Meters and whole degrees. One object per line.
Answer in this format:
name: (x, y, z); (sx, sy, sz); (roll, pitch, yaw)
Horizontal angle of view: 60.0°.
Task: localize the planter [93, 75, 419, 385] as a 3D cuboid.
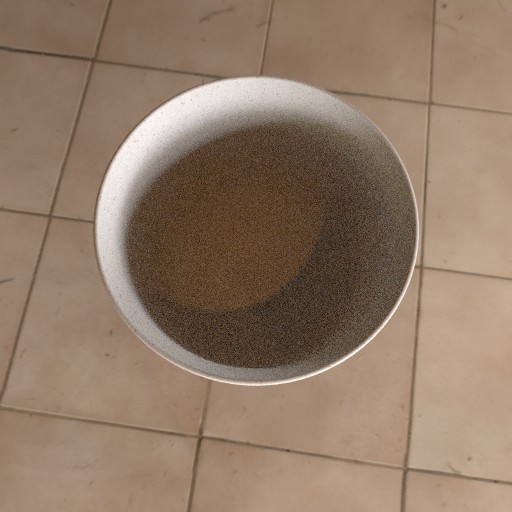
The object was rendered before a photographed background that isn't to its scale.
planter: (0.000, 0.000, 0.492); (0.268, 0.270, 0.268); (0, 76, 0)
